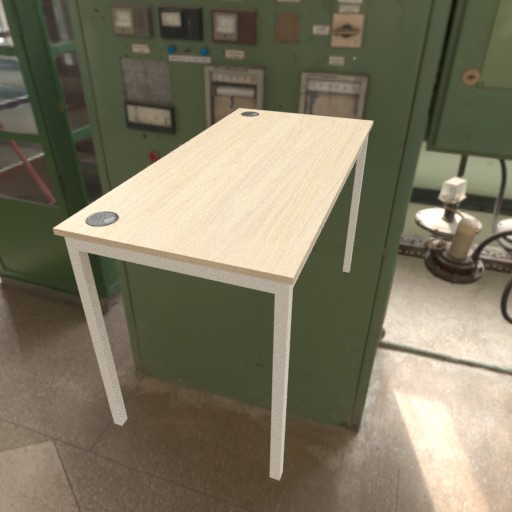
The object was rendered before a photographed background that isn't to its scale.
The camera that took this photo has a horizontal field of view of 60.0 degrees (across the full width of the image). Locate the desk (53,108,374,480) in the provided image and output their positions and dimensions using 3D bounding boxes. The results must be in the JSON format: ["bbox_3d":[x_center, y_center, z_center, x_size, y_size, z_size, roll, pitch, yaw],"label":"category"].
[{"bbox_3d":[0.000,0.000,1.651,0.600,0.750,1.200,11,34,17],"label":"desk"}]
